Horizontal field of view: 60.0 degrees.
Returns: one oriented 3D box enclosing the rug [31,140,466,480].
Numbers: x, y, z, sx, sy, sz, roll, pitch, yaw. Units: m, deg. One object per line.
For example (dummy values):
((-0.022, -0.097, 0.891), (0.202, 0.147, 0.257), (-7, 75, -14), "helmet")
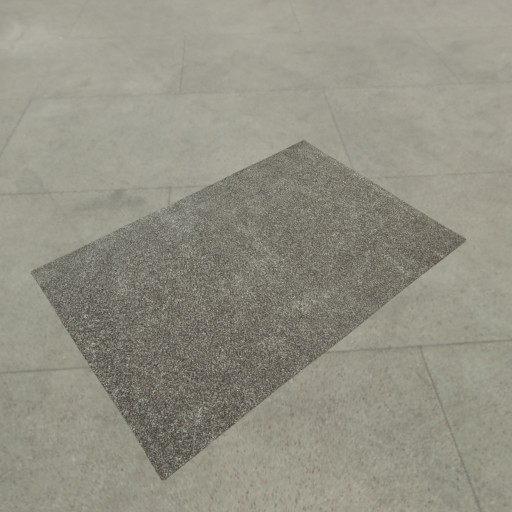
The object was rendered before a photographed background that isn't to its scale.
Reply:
((0.000, 0.000, 3.284), (2.699, 0.026, 1.802), (-31, 54, -26), "rug")
